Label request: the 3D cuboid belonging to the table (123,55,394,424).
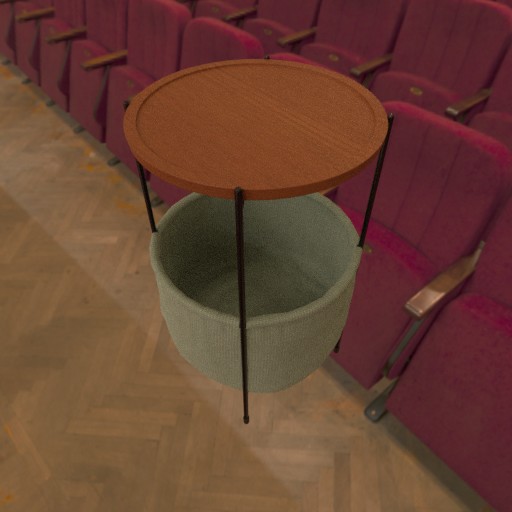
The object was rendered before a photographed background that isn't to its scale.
[{"bbox_3d":[0.000,0.000,0.878,0.400,0.623,0.400,-30,53,-26],"label":"table"}]
